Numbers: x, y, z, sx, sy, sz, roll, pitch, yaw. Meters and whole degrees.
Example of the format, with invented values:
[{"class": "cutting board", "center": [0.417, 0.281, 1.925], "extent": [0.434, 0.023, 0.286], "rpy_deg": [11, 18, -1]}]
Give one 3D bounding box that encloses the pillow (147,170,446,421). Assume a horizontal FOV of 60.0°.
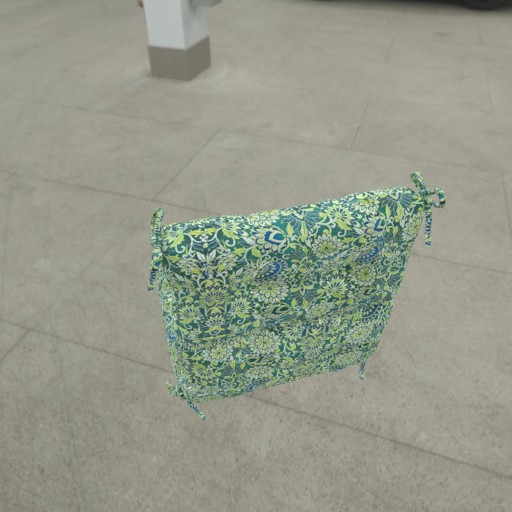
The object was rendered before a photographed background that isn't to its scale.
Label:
[{"class": "pillow", "center": [0.000, 0.000, 1.045], "extent": [0.519, 0.605, 0.571], "rpy_deg": [-11, 42, -12]}]
